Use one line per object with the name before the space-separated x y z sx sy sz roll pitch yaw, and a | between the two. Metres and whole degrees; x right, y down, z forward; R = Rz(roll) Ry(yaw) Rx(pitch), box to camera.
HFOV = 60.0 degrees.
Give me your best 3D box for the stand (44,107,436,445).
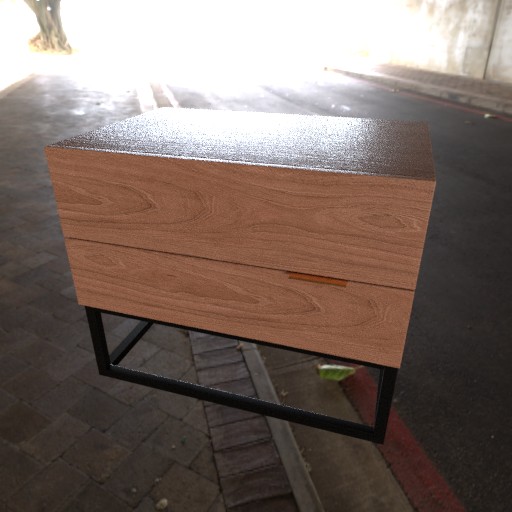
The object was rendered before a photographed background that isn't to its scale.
stand | 0.000 0.000 0.919 0.600 0.500 0.420 8 29 16
